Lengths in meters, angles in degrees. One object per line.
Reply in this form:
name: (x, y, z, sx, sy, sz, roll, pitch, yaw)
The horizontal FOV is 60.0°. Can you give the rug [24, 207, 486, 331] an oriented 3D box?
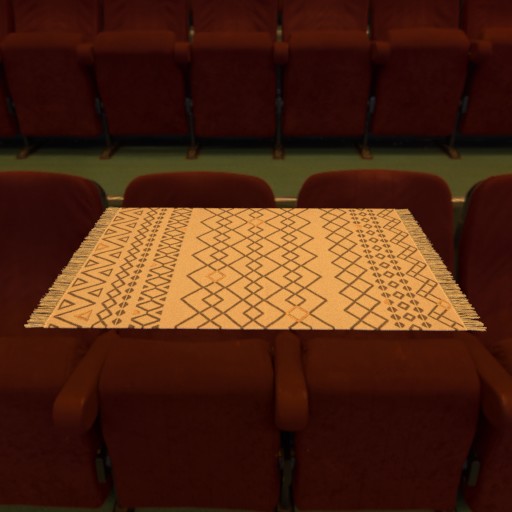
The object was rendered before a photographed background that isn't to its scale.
rug: (0.000, 0.000, 2.436, 2.023, 0.028, 1.224, 0, 31, 1)
